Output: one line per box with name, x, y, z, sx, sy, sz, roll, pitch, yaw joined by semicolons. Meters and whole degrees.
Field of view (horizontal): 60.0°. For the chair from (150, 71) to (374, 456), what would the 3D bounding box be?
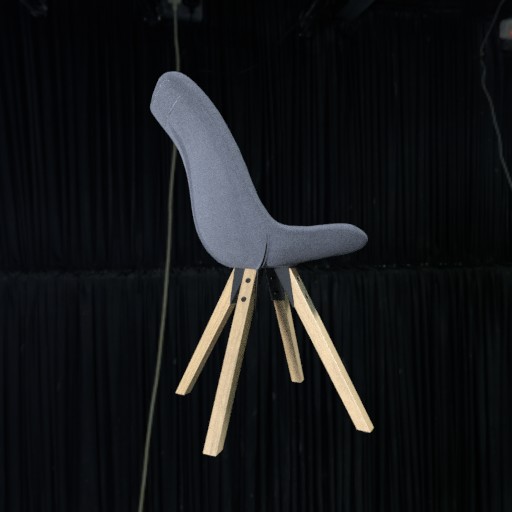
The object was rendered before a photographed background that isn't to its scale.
chair;0.000;0.000;1.208;0.550;0.850;0.485;0;1;-18
